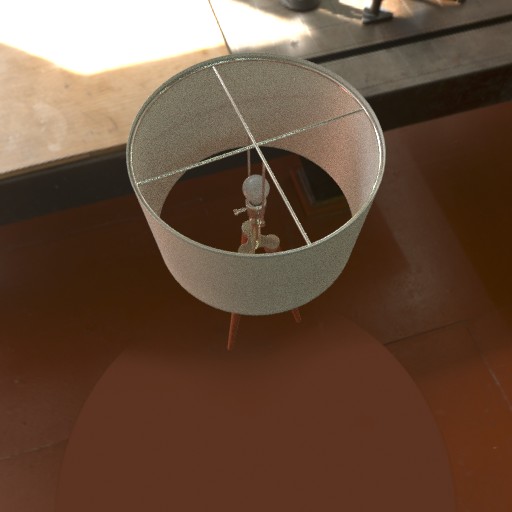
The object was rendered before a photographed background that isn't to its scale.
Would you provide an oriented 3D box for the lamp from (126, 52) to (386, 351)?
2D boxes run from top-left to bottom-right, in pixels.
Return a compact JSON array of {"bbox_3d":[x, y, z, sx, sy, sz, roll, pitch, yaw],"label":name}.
[{"bbox_3d":[0.000,0.000,0.927,0.354,0.709,0.355,16,65,8],"label":"lamp"}]
